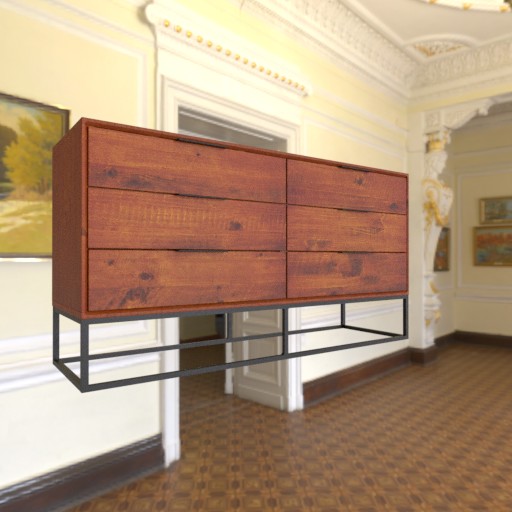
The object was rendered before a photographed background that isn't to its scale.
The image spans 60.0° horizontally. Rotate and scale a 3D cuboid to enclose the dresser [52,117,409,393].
[{"bbox_3d":[0.000,0.000,1.906,1.536,0.810,0.464,0,0,-35],"label":"dresser"}]
